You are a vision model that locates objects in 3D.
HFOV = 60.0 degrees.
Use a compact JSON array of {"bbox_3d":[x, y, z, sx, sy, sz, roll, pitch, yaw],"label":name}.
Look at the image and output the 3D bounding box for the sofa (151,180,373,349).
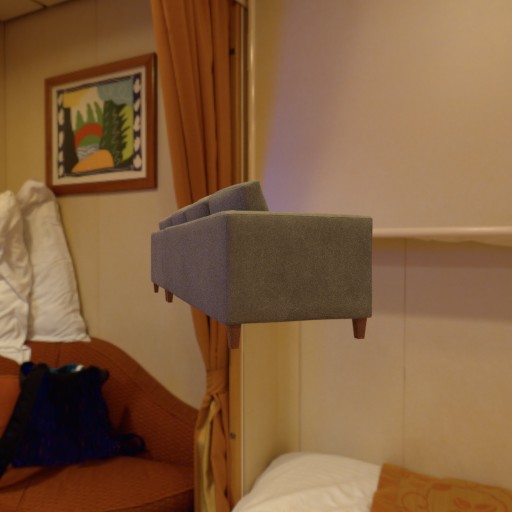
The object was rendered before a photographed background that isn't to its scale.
[{"bbox_3d":[0.000,0.000,4.214,1.604,0.950,3.471,0,1,-20],"label":"sofa"}]
